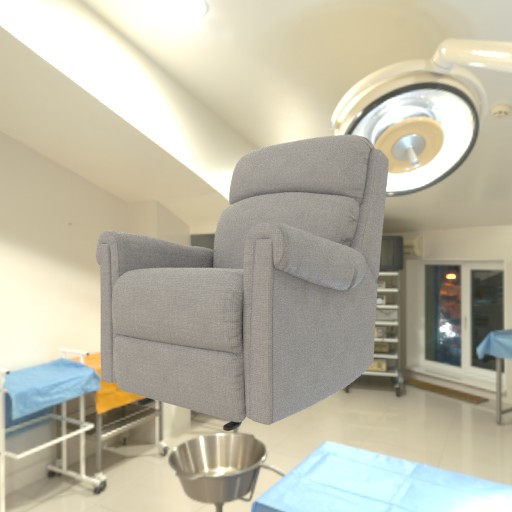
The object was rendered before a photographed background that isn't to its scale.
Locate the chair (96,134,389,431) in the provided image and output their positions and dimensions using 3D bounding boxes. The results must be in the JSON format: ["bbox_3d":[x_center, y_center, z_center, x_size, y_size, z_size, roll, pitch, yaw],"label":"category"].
[{"bbox_3d":[0.000,0.000,1.783,0.838,1.054,1.014,0,0,36],"label":"chair"}]
